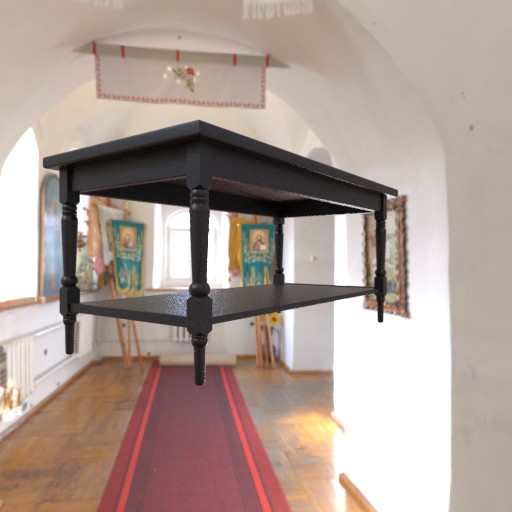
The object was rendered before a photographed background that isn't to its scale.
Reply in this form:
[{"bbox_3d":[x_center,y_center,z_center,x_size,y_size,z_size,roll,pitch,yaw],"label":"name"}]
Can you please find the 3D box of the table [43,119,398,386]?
[{"bbox_3d":[0.000,0.000,1.424,0.550,0.510,1.107,0,0,36],"label":"table"}]
